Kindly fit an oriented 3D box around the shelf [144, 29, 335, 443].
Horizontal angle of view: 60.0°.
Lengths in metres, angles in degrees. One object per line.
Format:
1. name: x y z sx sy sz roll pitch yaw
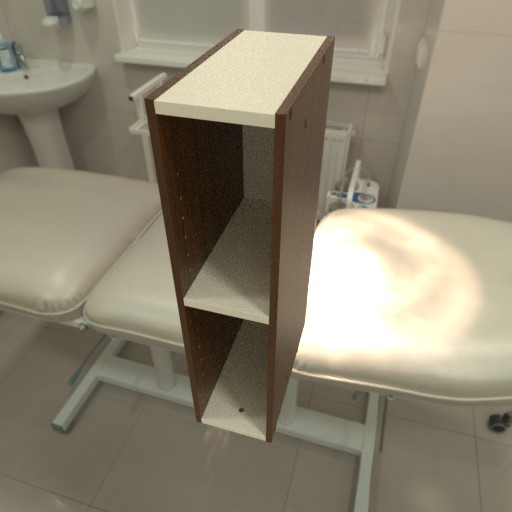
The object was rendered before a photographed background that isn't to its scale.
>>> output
1. shelf: 0.000 0.000 0.718 0.147 0.600 0.290 11 41 13
